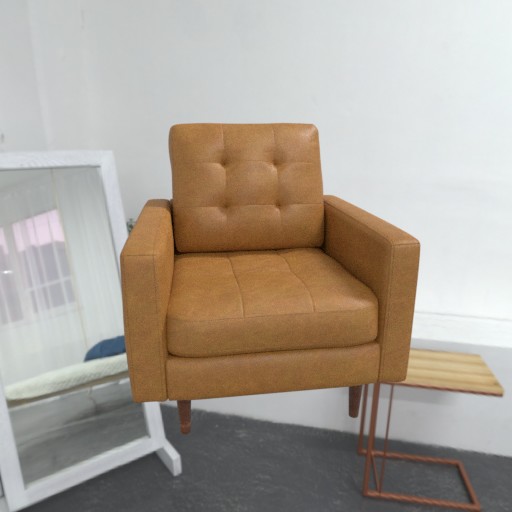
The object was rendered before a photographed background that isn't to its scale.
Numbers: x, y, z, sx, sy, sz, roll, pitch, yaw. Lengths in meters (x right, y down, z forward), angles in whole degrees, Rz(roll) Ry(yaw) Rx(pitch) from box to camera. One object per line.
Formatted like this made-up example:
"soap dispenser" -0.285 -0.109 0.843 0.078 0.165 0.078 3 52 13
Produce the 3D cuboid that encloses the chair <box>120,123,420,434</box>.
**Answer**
"chair" 0.000 0.000 1.560 0.831 0.896 0.868 -2 17 -8
